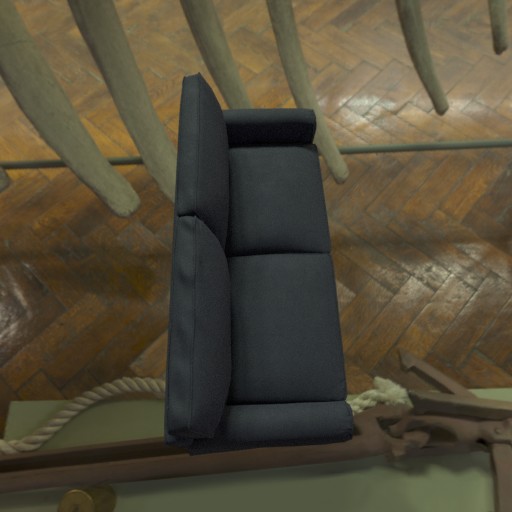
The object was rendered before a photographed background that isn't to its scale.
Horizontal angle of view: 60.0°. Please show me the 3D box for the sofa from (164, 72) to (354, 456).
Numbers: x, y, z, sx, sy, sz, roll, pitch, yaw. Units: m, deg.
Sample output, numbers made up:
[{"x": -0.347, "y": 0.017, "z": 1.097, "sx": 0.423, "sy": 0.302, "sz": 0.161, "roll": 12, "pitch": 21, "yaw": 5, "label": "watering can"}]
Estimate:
[{"x": 0.000, "y": 0.000, "z": 2.811, "sx": 0.983, "sy": 1.094, "sz": 2.256, "roll": -2, "pitch": 64, "yaw": -1, "label": "sofa"}]
